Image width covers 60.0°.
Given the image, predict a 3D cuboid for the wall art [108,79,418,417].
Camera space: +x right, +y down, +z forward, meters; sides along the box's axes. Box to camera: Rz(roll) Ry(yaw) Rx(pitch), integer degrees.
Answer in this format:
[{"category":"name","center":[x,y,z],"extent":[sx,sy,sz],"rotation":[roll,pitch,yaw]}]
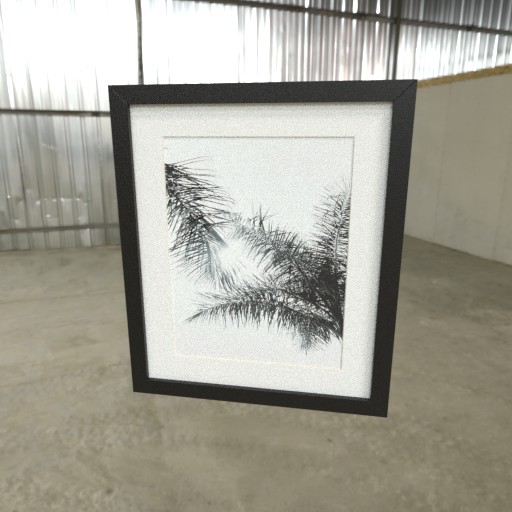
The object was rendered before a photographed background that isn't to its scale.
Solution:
[{"category":"wall art","center":[0.000,0.000,0.522],"extent":[0.325,0.380,0.028],"rotation":[3,16,9]}]
